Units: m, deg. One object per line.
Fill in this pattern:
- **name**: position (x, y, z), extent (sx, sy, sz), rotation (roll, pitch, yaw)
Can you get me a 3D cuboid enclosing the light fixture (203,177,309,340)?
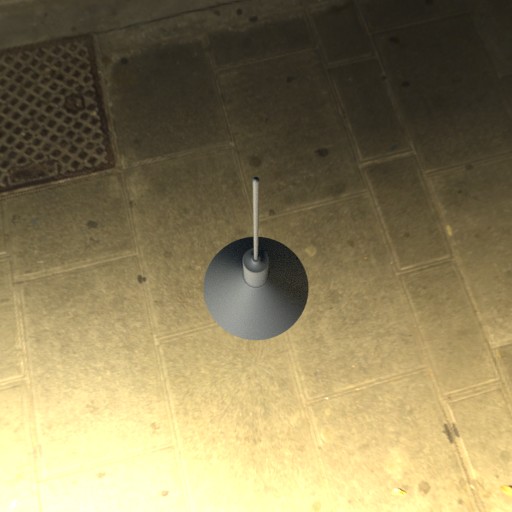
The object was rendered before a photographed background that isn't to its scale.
- **light fixture**: position (0.000, 0.000, 0.805), extent (0.267, 0.683, 0.267), rotation (0, 76, 0)
